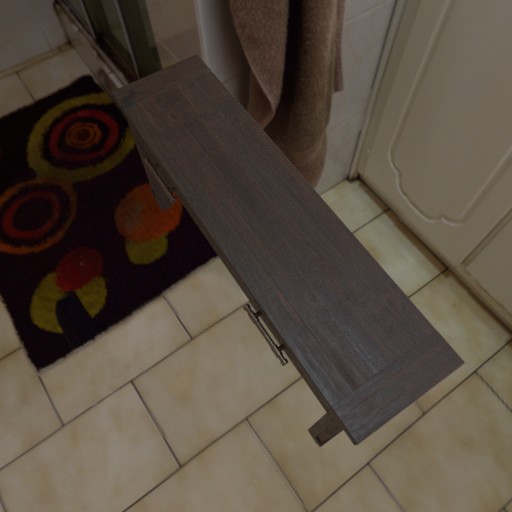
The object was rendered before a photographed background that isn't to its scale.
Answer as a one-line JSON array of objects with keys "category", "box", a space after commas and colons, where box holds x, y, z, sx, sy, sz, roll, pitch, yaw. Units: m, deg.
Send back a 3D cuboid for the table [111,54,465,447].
[{"category": "table", "box": [0.000, 0.000, 1.902, 0.442, 0.762, 1.599, -30, 67, -14]}]
